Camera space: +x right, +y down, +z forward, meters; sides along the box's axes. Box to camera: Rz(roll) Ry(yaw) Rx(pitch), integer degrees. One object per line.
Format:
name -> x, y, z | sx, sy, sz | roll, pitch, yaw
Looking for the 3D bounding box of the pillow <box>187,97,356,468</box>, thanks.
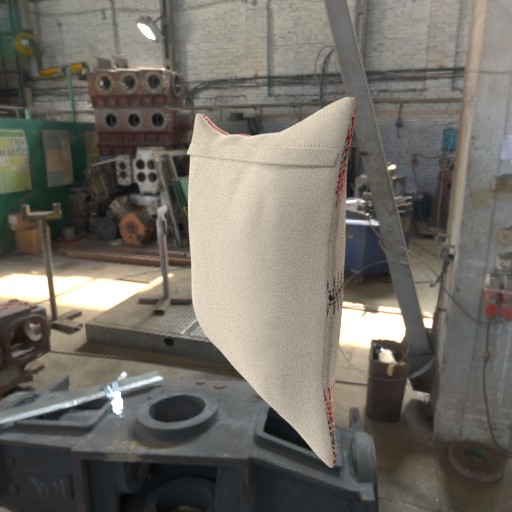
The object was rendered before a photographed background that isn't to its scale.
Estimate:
pillow -> 0.000, 0.000, 0.712 | 0.160, 0.454, 0.463 | -8, 17, -26
